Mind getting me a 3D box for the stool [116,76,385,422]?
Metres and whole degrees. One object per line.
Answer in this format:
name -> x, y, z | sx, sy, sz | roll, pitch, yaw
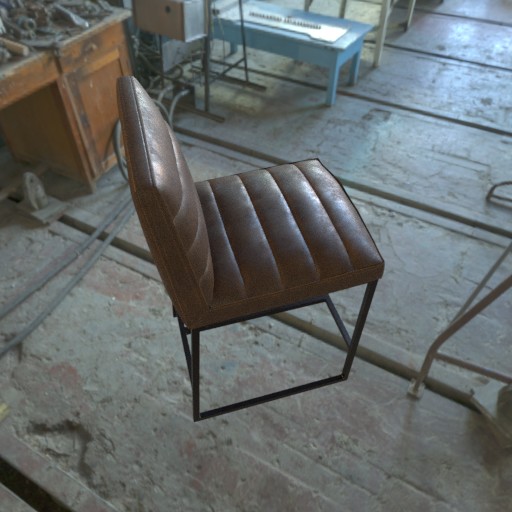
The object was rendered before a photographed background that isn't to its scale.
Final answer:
stool -> 0.000, 0.000, 1.259 | 0.562, 0.942, 0.463 | -12, 48, -11
